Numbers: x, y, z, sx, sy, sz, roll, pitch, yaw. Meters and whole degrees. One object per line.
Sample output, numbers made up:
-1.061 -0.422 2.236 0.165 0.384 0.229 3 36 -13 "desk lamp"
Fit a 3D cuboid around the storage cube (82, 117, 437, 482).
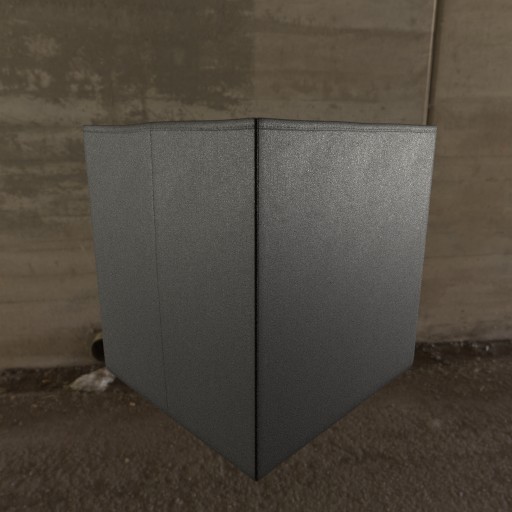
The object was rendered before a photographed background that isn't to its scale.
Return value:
0.000 0.000 0.494 0.270 0.280 0.270 -14 21 -43 "storage cube"
